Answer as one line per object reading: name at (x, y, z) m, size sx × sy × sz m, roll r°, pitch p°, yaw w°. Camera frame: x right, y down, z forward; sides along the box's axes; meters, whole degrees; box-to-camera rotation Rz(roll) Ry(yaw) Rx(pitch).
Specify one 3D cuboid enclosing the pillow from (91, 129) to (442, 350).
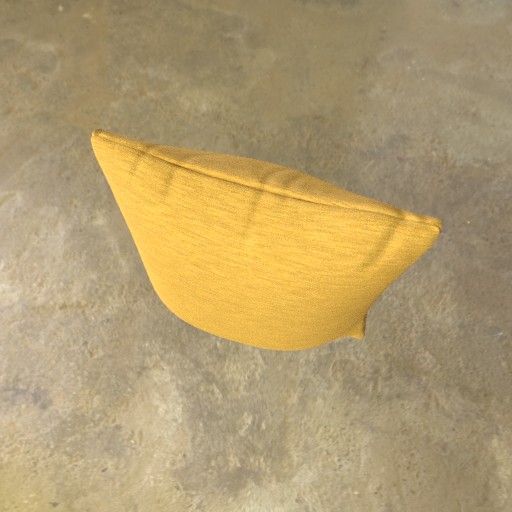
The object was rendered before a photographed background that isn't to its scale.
pillow at (0.000, 0.000, 0.696) m, size 0.435 × 0.417 × 0.247 m, roll 16°, pitch 65°, yaw 8°
